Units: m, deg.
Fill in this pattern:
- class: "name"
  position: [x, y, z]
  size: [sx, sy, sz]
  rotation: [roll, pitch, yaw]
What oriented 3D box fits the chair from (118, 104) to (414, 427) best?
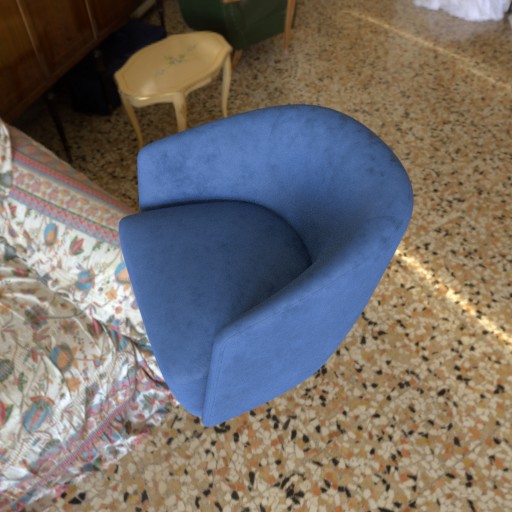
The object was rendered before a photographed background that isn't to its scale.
- class: "chair"
  position: [0.000, 0.000, 1.387]
  size: [0.767, 0.698, 0.773]
  rotation: [-18, 50, -16]
